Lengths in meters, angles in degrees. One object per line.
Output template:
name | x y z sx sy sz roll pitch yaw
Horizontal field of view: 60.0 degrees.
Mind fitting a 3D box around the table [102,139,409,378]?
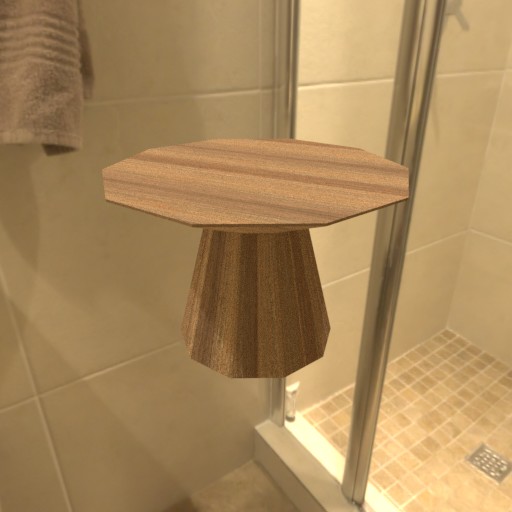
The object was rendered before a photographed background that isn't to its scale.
table | 0.000 0.000 1.881 1.186 0.752 1.186 0 26 0
